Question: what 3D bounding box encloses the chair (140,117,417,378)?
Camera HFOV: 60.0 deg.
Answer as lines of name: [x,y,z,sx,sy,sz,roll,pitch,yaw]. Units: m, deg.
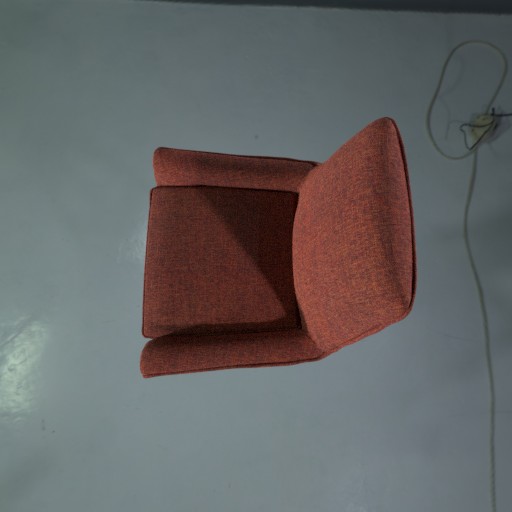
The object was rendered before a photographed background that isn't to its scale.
chair: [0.000,0.000,1.510,0.784,0.911,0.803,0,75,0]
